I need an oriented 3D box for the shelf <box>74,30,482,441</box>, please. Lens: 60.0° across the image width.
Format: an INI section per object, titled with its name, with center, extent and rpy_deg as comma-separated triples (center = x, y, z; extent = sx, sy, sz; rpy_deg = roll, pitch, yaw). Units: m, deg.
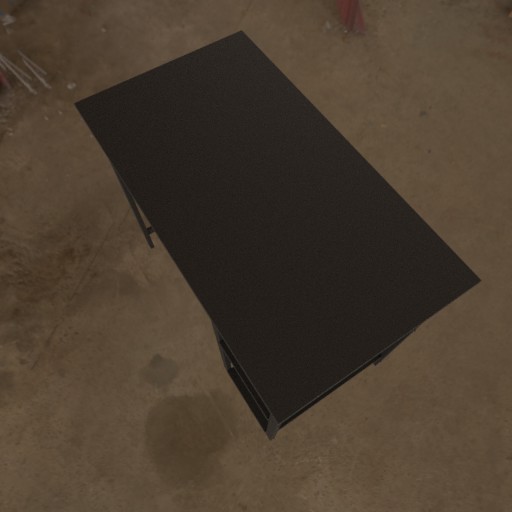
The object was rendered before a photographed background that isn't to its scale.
[shelf]
center = 0.000, 0.000, 1.335
extent = 0.498, 0.749, 0.902
rpy_deg = -30, 68, -14
